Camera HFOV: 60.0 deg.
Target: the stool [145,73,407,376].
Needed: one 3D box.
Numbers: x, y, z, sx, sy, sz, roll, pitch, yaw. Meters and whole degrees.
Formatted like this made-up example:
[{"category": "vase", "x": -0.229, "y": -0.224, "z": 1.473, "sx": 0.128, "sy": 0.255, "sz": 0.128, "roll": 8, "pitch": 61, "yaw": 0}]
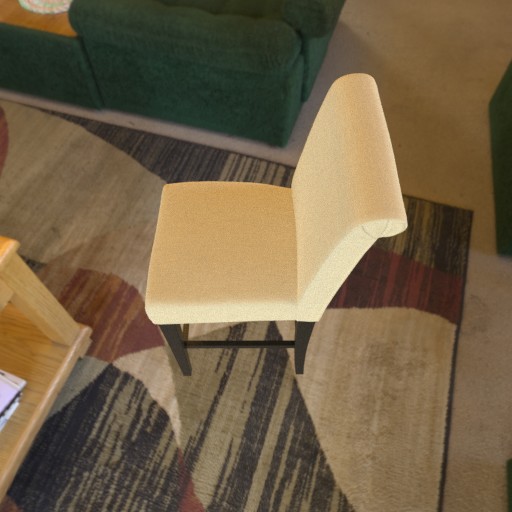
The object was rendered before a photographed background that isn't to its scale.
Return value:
[{"category": "stool", "x": 0.000, "y": 0.000, "z": 1.366, "sx": 0.597, "sy": 0.976, "sz": 0.452, "roll": 0, "pitch": 58, "yaw": 0}]
